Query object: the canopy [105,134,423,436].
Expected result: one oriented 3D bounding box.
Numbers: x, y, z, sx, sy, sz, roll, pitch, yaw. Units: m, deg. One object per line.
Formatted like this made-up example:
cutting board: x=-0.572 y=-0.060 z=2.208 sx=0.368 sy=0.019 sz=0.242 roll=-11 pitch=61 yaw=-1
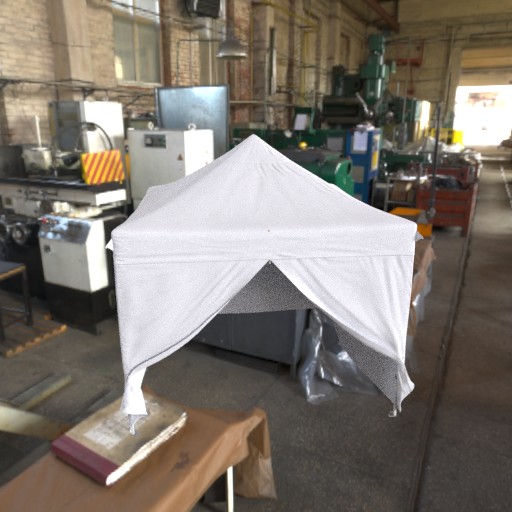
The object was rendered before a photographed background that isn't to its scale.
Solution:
canopy: x=0.000 y=0.000 z=5.665 sx=3.043 sy=2.997 sz=3.121 roll=-2 pitch=17 yaw=-6
